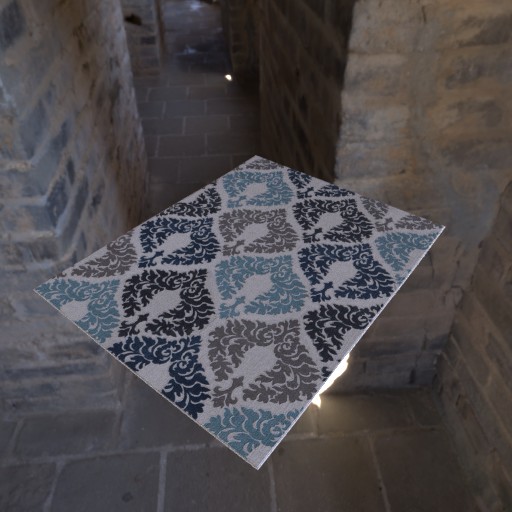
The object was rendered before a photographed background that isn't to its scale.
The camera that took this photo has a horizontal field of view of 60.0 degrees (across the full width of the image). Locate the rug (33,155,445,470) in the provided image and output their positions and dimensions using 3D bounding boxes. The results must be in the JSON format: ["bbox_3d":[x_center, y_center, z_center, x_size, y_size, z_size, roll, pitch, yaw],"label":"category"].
[{"bbox_3d":[0.000,0.000,4.067,2.423,0.014,3.040,27,47,28],"label":"rug"}]
